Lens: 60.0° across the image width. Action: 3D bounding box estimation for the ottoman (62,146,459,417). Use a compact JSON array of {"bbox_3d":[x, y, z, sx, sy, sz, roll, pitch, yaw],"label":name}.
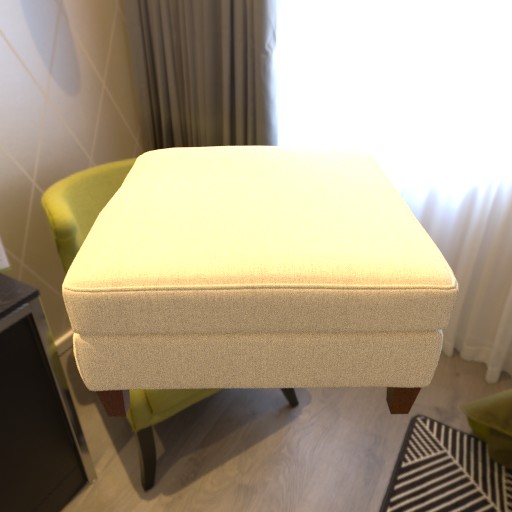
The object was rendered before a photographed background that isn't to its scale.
[{"bbox_3d":[0.000,0.000,1.325,0.838,0.478,0.838,0,32,-1],"label":"ottoman"}]
